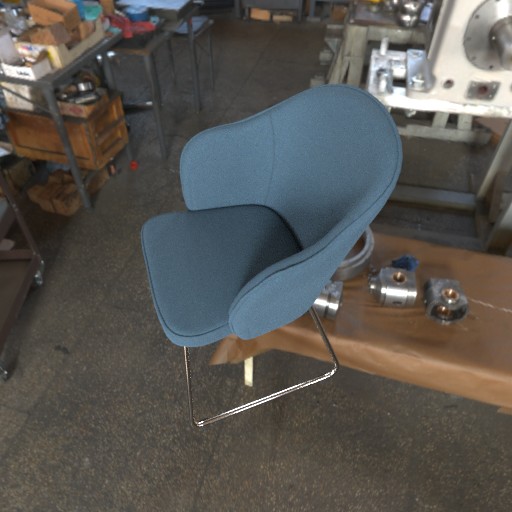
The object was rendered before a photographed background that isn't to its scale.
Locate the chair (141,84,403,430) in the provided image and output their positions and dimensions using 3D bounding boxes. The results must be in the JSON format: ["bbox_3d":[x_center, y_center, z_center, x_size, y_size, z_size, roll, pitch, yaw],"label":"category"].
[{"bbox_3d":[0.000,0.000,1.214,0.585,0.815,0.570,-14,48,-13],"label":"chair"}]
